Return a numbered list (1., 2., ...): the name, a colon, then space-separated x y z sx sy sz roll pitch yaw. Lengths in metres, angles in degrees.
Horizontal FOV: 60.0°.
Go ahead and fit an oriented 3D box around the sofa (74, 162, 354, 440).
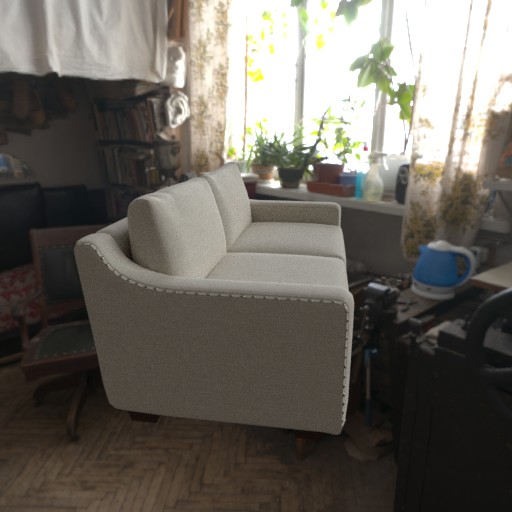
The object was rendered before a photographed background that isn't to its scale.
1. sofa: 0.000 0.000 2.710 1.104 0.983 2.107 3 17 9
